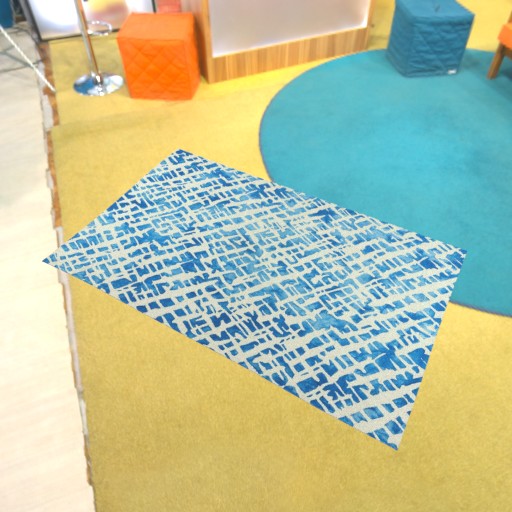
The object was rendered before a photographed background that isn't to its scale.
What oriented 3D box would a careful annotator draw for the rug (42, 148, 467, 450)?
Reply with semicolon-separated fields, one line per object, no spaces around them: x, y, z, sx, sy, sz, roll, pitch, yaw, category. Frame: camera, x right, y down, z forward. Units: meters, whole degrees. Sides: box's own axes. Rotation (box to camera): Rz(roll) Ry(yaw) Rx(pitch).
0.000;0.000;2.988;2.447;0.011;1.520;23;51;20;rug
